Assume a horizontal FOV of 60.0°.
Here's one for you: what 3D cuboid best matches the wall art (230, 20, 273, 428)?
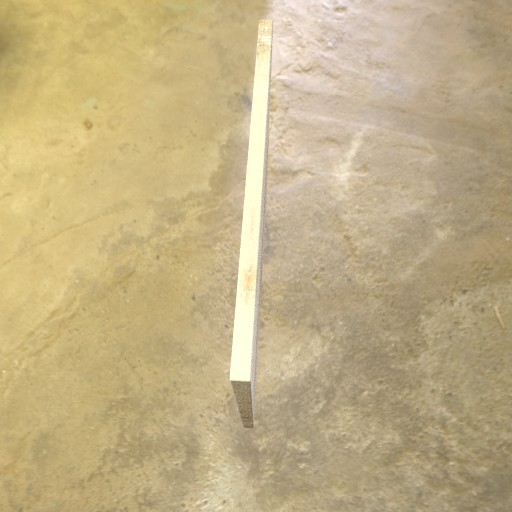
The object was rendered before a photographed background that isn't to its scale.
[{"bbox_3d":[0.000,0.000,1.509,0.040,1.018,1.015,3,64,1],"label":"wall art"}]
